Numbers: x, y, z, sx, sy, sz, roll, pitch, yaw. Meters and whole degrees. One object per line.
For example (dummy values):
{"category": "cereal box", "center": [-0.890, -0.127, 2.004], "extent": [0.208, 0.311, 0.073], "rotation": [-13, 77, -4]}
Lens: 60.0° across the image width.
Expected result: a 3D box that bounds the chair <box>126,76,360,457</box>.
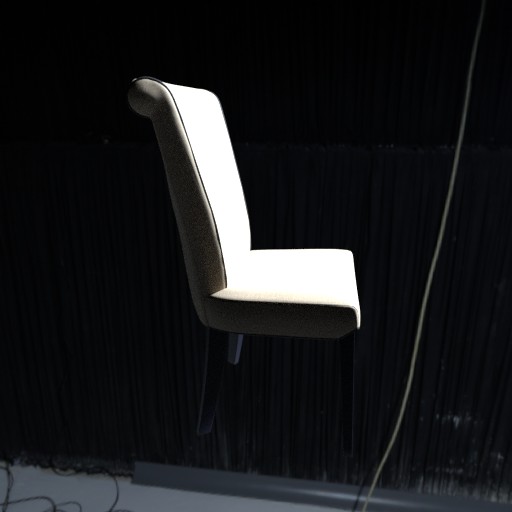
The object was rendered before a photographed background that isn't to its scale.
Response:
{"category": "chair", "center": [0.000, 0.000, 1.361], "extent": [0.623, 0.997, 0.522], "rotation": [3, 17, 9]}
